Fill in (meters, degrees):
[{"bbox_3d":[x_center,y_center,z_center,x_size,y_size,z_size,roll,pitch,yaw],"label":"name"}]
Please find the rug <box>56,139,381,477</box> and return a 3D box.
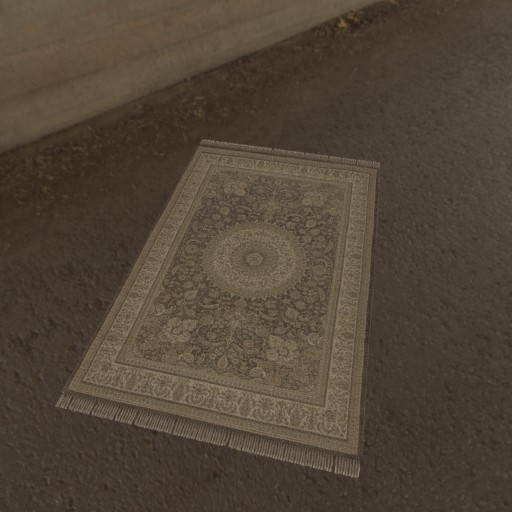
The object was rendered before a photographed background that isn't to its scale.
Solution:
[{"bbox_3d":[0.000,0.000,2.910,1.528,0.010,2.440,10,48,9],"label":"rug"}]
